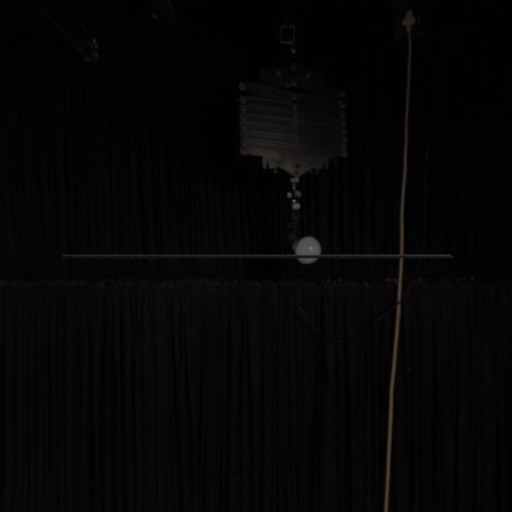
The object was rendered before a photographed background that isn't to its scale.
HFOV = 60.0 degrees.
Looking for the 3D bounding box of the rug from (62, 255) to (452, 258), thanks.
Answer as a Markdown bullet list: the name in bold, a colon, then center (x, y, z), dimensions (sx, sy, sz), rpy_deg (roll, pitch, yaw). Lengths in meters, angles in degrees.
- **rug**: center (0.000, 0.000, 2.859), dimensions (1.528, 0.014, 2.294), rpy_deg (0, 0, 0)
